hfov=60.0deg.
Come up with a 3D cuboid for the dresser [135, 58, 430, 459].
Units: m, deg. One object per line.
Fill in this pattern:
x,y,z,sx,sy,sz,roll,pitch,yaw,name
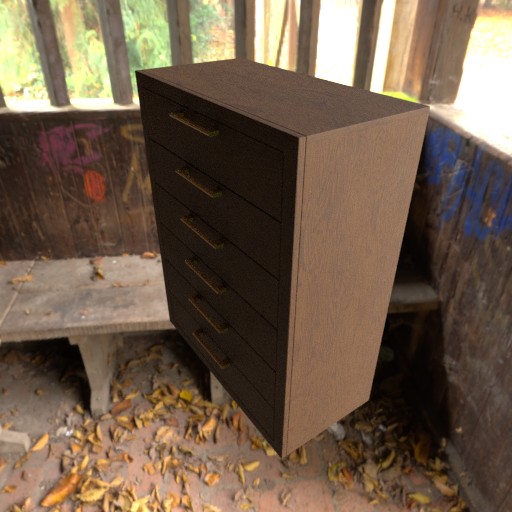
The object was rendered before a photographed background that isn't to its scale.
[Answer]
0.000,0.000,1.806,0.516,1.320,0.964,-21,39,-29,dresser
